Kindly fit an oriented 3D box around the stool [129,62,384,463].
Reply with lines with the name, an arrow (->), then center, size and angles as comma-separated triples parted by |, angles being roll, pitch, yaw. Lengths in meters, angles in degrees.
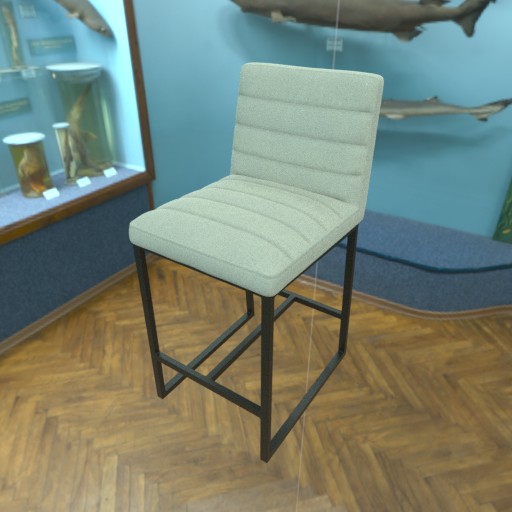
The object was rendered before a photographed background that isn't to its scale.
stool -> 0.000, 0.000, 1.301 | 0.459, 0.971, 0.567 | 19, 36, 29
